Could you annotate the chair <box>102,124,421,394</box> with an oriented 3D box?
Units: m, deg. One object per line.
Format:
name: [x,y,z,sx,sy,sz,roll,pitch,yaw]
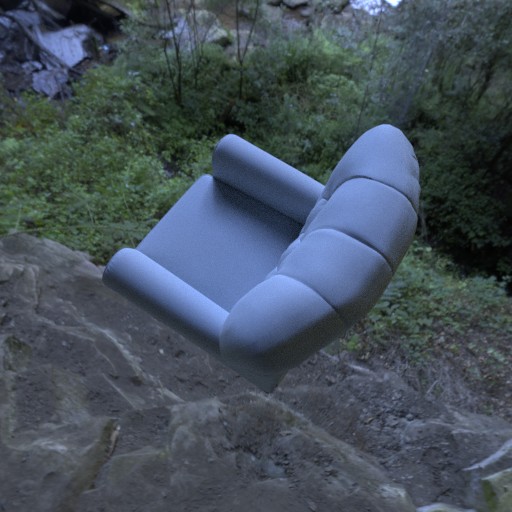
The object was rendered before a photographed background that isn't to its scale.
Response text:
chair: [0.000,0.000,2.067,1.128,1.217,1.090,31,67,15]
